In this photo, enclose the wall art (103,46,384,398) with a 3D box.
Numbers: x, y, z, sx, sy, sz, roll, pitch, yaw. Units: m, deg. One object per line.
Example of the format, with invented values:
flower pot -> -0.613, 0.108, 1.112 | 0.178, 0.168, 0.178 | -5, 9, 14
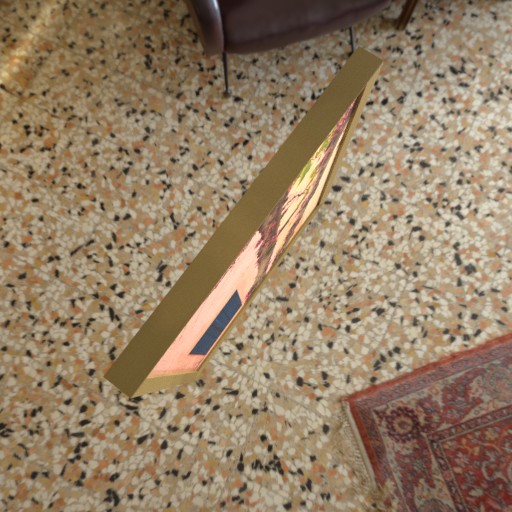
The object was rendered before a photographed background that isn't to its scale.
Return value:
wall art -> 0.000, 0.000, 0.767 | 0.038, 0.508, 0.507 | 35, 79, 8
